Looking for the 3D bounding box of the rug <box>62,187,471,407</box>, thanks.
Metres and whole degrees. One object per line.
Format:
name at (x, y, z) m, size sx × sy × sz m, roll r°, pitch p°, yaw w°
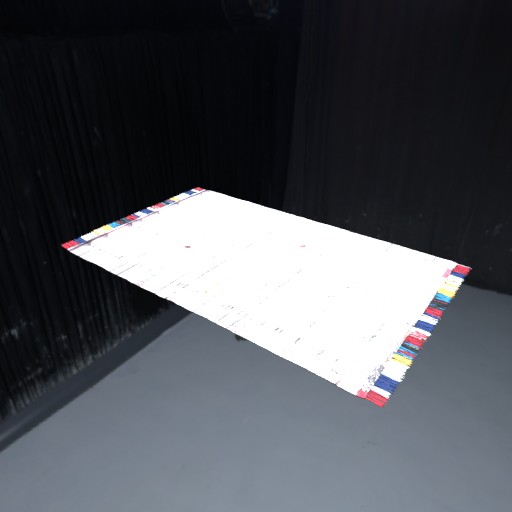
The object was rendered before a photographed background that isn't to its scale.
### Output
rug at (0.000, 0.000, 3.030) m, size 2.465 × 0.012 × 1.465 m, roll 20°, pitch 35°, yaw 31°
